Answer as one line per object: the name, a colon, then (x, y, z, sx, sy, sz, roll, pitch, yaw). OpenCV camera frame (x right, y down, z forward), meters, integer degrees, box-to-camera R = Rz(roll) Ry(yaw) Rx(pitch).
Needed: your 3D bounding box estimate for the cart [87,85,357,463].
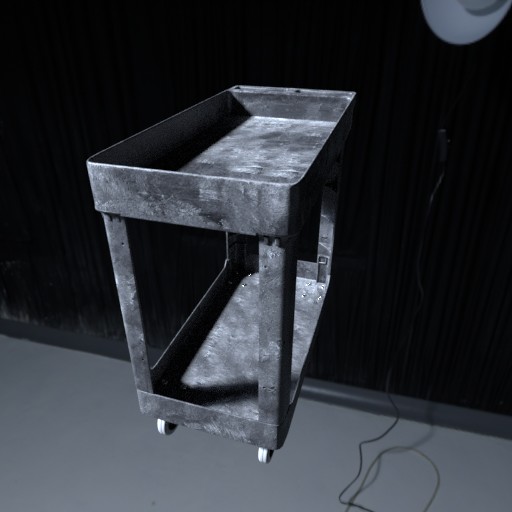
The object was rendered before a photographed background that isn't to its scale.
cart: (0.000, 0.000, 1.343, 0.420, 0.824, 0.877, 9, 32, 15)
